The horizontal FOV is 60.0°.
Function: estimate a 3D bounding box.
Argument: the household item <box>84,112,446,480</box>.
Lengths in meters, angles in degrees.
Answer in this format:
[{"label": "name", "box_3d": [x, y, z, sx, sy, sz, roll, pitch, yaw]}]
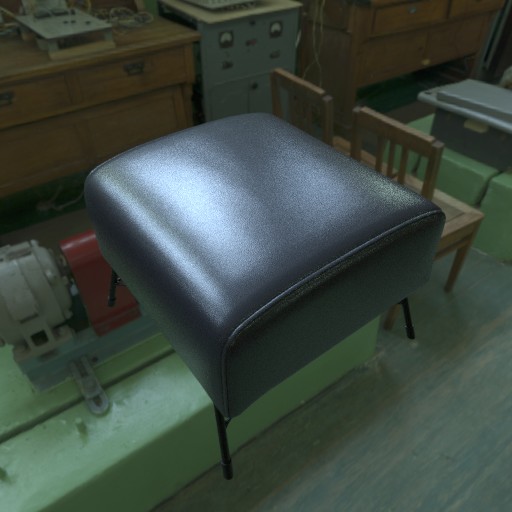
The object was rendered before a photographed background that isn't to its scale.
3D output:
[{"label": "household item", "box_3d": [0.000, 0.000, 0.924, 0.530, 0.410, 0.530, -27, 48, -27]}]
